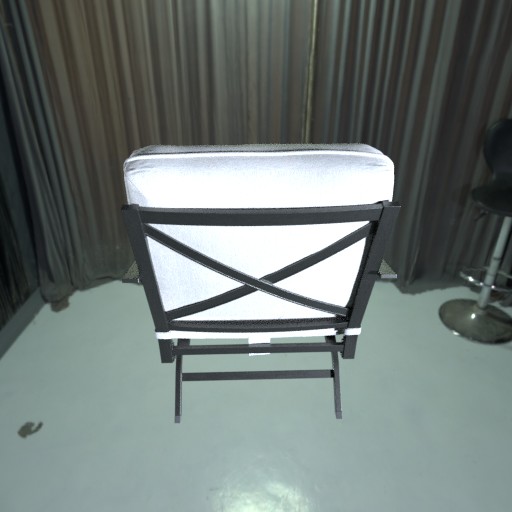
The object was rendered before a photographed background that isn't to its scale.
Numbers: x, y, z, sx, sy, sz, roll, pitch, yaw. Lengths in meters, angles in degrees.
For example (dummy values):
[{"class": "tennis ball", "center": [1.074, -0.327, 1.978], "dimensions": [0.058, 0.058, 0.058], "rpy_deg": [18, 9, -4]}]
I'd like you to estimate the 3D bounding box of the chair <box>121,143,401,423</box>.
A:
[{"class": "chair", "center": [0.000, 0.000, 1.405], "dimensions": [0.650, 0.860, 0.787], "rpy_deg": [-1, 29, -2]}]
